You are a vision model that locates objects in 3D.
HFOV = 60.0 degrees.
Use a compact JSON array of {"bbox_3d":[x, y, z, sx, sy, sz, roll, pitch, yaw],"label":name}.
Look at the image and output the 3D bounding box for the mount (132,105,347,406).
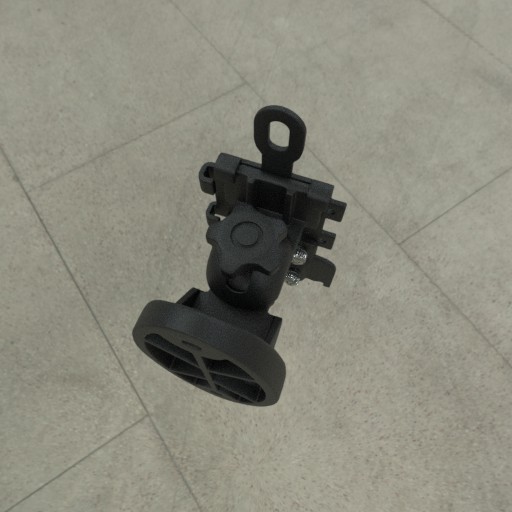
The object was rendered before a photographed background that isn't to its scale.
[{"bbox_3d":[0.000,0.000,0.177,0.066,0.118,0.100,18,66,9],"label":"mount"}]
